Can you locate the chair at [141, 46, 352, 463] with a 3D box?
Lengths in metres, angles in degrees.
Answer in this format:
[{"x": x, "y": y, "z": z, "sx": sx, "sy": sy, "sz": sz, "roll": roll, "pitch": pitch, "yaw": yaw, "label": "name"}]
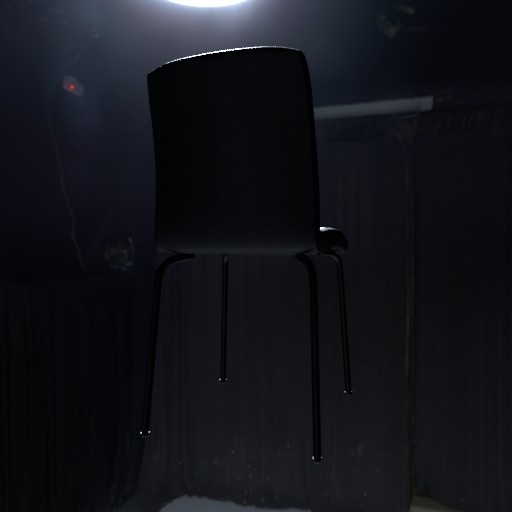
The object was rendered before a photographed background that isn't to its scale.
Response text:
[{"x": 0.000, "y": 0.000, "z": 1.206, "sx": 0.450, "sy": 0.872, "sz": 0.572, "roll": 0, "pitch": 0, "yaw": 19, "label": "chair"}]
